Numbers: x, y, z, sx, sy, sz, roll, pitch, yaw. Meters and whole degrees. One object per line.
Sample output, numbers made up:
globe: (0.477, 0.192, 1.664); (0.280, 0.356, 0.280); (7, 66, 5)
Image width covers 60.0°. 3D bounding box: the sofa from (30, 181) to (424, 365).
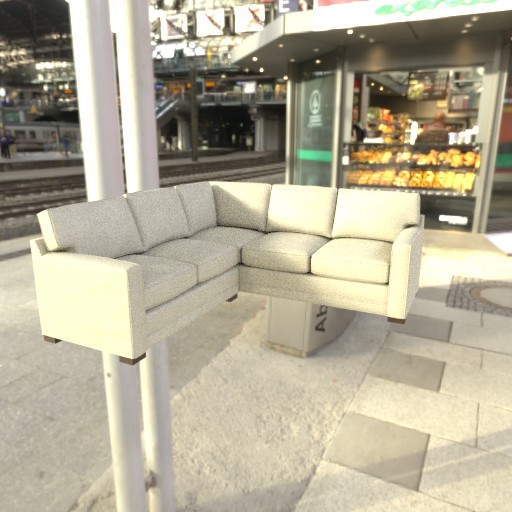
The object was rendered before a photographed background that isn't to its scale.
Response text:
sofa: (0.000, 0.000, 3.389); (2.211, 0.936, 2.188); (7, 16, 25)
